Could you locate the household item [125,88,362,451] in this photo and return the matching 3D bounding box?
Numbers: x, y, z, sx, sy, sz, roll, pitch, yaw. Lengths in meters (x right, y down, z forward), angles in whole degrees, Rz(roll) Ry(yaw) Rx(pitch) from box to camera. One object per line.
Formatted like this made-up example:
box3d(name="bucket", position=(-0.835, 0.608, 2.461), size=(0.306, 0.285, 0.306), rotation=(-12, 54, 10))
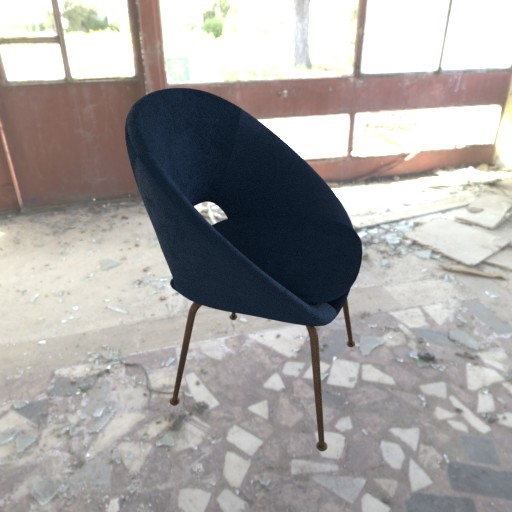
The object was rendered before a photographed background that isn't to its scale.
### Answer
box3d(name="household item", position=(0.000, 0.000, 1.243), size=(0.573, 0.852, 0.623), rotation=(10, 30, 18))
